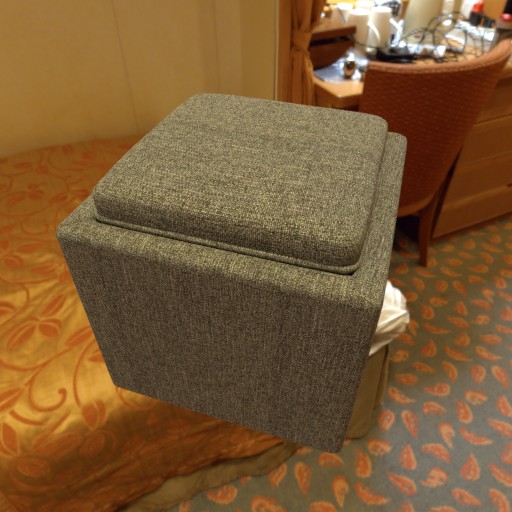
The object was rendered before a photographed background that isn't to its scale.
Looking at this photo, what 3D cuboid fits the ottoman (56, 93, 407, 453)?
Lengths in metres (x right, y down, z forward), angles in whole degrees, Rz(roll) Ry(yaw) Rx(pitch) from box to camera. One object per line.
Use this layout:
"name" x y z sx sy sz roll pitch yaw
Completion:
"ottoman" 0.000 0.000 0.825 0.450 0.460 0.450 12 43 13
